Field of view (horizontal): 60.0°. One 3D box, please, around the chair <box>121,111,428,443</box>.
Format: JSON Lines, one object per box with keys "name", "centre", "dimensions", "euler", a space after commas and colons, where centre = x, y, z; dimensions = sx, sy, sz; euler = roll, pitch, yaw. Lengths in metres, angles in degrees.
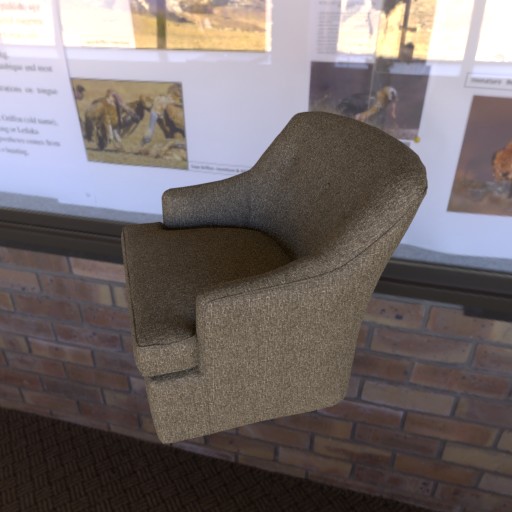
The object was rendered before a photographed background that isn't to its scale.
{"name": "chair", "centre": [0.000, 0.000, 1.597], "dimensions": [0.923, 0.856, 0.864], "euler": [-9, 32, -15]}
